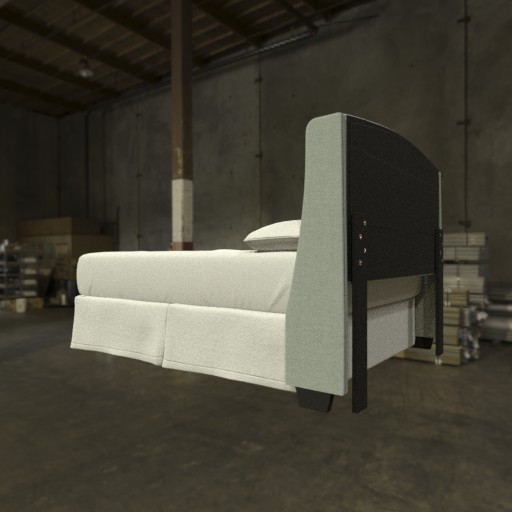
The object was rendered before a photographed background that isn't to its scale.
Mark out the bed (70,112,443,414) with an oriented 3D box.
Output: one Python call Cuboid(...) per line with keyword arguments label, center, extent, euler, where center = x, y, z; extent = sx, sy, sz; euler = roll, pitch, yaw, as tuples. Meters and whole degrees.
Cuboid(label="bed", center=(0.000, 0.000, 3.245), extent=(2.237, 1.407, 1.710), euler=(0, 0, 36))
